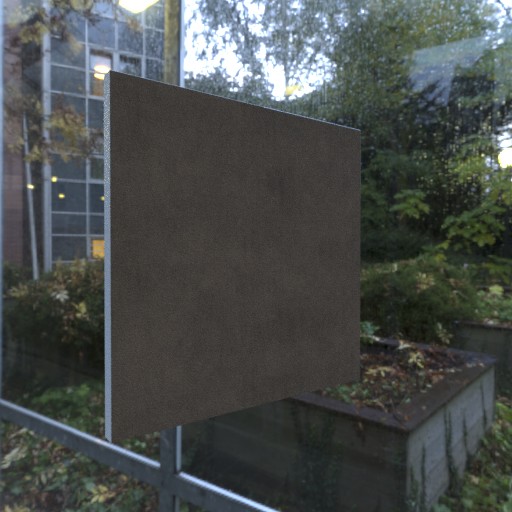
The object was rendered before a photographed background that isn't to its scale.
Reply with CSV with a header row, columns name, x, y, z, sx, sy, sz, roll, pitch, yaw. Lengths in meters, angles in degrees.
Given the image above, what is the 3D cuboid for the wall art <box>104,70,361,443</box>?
name,x,y,z,sx,sy,sz,roll,pitch,yaw
wall art,0.000,0.000,0.681,0.455,0.453,0.023,-1,1,-36
